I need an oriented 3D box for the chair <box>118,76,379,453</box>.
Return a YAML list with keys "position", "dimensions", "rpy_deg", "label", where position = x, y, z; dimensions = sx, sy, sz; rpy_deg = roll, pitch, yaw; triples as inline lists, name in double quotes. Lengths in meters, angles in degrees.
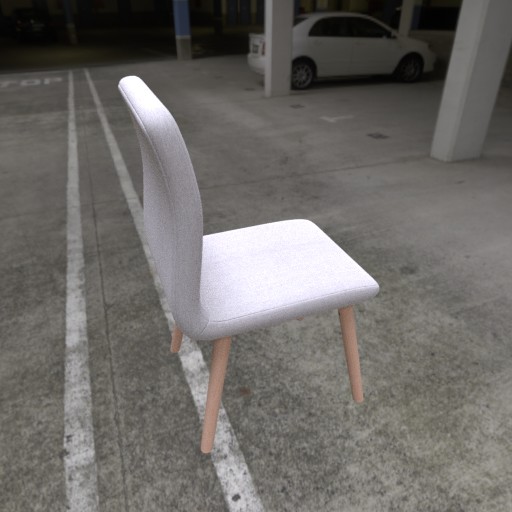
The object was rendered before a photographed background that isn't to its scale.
- position: [0.000, 0.000, 1.187]
  dimensions: [0.550, 0.885, 0.435]
  rpy_deg: [-11, 33, -18]
  label: "chair"
